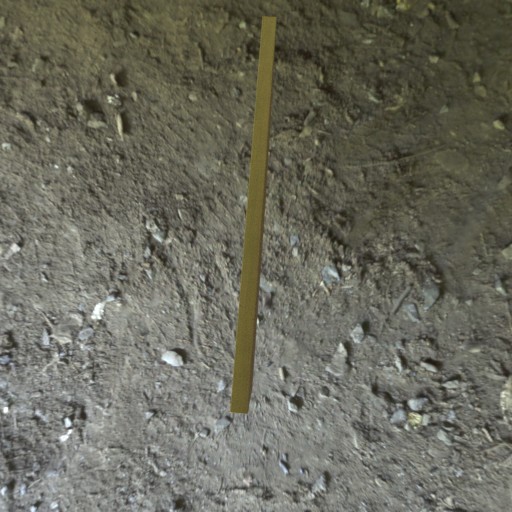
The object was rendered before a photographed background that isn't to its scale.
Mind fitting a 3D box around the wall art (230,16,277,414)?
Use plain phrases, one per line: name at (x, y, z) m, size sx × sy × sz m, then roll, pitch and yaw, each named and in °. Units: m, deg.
wall art at (0.000, 0.000, 1.328) m, size 0.030 × 1.002 × 0.798 m, roll 4°, pitch 76°, yaw 1°
